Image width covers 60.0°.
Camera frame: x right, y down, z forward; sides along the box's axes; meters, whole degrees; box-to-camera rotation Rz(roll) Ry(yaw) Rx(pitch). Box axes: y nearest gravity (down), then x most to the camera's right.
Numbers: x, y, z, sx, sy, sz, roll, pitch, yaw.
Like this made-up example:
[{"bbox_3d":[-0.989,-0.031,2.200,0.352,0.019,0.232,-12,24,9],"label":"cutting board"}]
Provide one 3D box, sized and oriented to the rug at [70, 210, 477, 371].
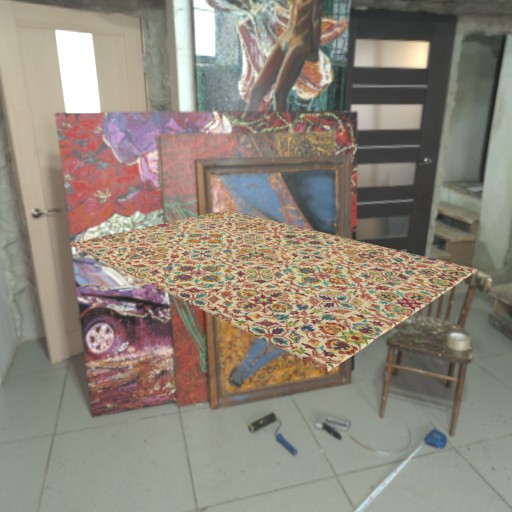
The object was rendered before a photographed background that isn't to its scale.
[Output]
[{"bbox_3d":[0.000,0.000,2.370,1.838,0.013,1.226,18,26,42],"label":"rug"}]
